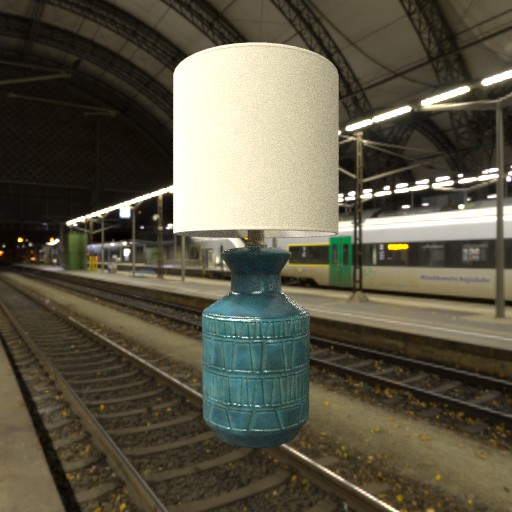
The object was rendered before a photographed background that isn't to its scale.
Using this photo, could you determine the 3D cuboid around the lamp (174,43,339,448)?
[{"bbox_3d":[0.000,0.000,0.577,0.211,0.455,0.211,0,0,36],"label":"lamp"}]
